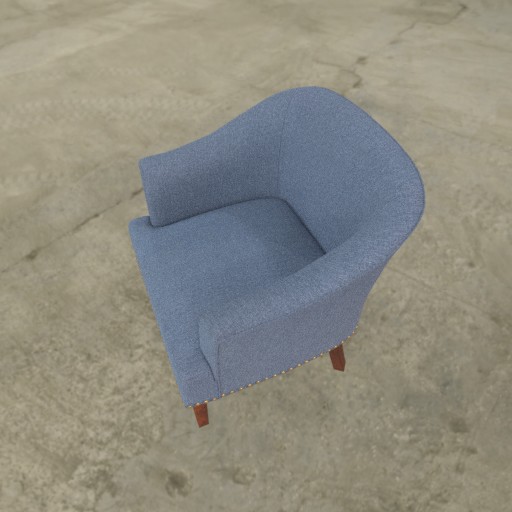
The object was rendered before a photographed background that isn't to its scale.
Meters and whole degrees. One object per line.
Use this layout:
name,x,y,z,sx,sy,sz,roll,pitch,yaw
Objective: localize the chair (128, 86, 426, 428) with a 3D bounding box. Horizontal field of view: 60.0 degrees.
chair,0.000,0.000,1.414,0.704,0.815,0.772,-17,48,-16
